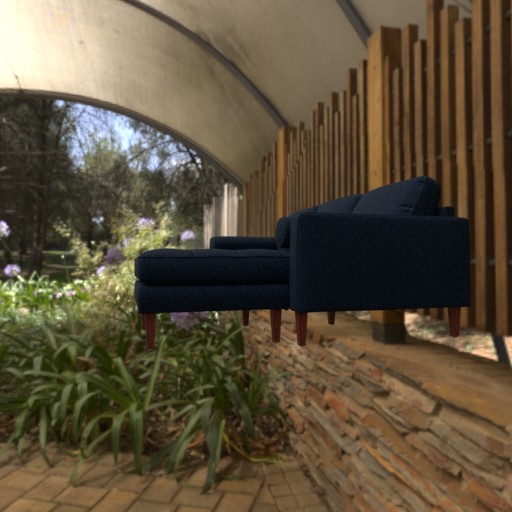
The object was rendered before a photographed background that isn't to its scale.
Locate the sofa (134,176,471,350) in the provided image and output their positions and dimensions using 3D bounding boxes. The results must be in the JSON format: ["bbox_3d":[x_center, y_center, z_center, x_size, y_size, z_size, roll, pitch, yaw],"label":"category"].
[{"bbox_3d":[0.000,0.000,3.015,1.613,0.841,2.185,0,-1,-16],"label":"sofa"}]
